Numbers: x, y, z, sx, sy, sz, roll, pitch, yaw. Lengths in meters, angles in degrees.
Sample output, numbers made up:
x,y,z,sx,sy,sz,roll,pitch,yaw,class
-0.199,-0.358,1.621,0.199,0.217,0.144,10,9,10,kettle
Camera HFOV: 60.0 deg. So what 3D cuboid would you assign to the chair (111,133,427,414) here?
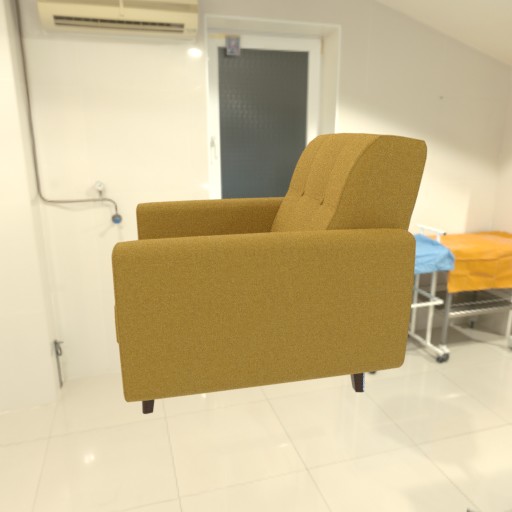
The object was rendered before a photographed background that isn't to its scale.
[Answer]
x,y,z,sx,sy,sz,roll,pitch,yaw,class
0.000,0.000,1.569,0.909,0.841,0.831,-3,15,-9,chair
